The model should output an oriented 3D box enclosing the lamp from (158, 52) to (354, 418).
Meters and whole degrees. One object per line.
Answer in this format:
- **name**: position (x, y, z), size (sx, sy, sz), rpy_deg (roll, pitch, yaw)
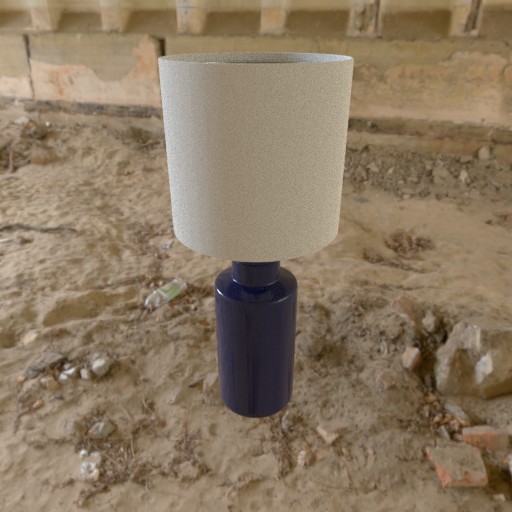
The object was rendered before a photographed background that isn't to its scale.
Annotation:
- **lamp**: position (0.000, 0.000, 0.601), size (0.212, 0.493, 0.212), rpy_deg (-8, 28, -16)
